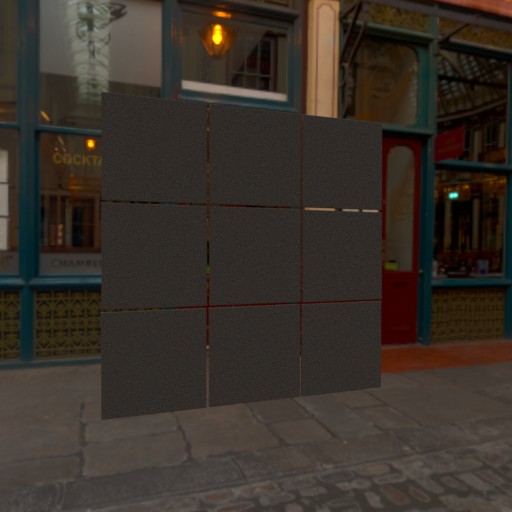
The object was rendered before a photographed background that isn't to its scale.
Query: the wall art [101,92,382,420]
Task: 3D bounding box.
[{"bbox_3d":[0.000,0.000,2.310,1.527,1.521,0.017,0,1,-19],"label":"wall art"}]
